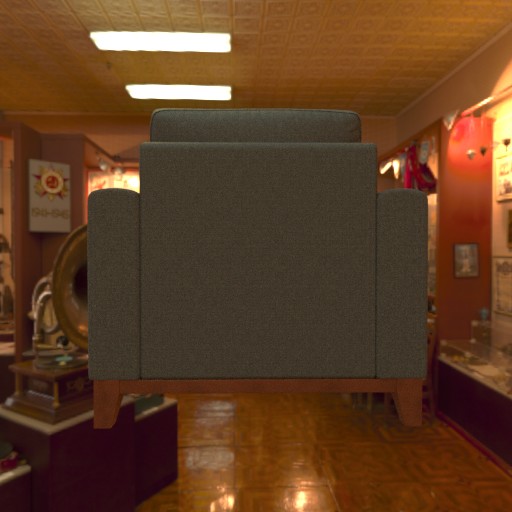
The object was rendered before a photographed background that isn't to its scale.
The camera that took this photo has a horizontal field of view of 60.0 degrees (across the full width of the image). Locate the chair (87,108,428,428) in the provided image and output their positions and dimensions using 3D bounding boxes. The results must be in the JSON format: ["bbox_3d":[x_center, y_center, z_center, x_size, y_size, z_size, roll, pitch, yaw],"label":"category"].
[{"bbox_3d":[0.000,0.000,1.835,1.024,1.010,1.038,0,1,-1],"label":"chair"}]
